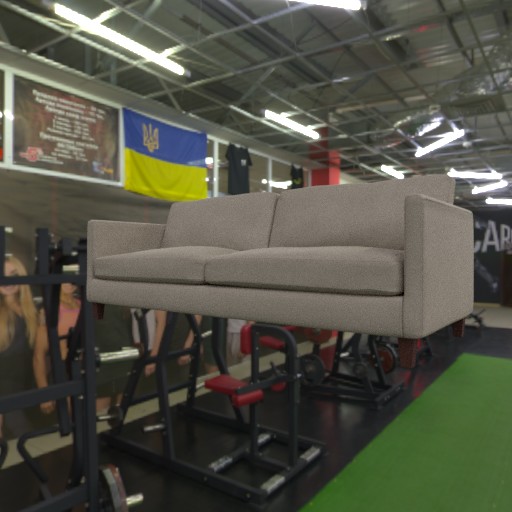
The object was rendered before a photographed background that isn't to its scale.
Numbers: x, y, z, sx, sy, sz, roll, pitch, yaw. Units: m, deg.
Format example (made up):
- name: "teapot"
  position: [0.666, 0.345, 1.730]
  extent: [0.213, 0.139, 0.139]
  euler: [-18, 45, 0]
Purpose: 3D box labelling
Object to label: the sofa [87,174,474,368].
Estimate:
- name: "sofa"
  position: [0.000, 0.000, 2.856]
  extent: [2.404, 0.912, 0.988]
  euler: [0, 0, 37]
